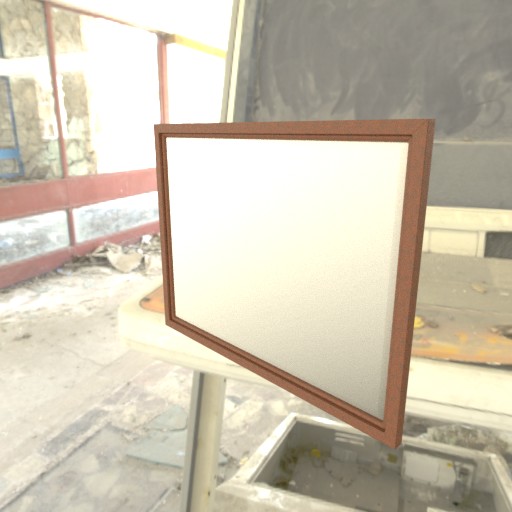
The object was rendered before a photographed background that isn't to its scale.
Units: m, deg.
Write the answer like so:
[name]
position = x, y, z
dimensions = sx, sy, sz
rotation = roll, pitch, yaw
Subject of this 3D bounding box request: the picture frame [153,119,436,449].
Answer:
[picture frame]
position = 0.000, 0.000, 1.759
dimensions = 0.045, 1.018, 1.329
rotation = -15, 22, -42
